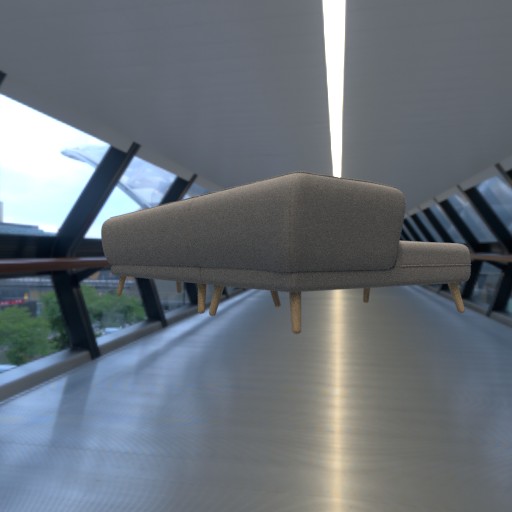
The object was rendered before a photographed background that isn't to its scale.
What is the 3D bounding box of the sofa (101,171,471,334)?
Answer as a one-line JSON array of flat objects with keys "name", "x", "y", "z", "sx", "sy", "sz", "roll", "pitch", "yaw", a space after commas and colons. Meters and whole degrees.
[{"name": "sofa", "x": 0.000, "y": 0.000, "z": 3.283, "sx": 1.532, "sy": 0.693, "sz": 2.653, "roll": 0, "pitch": 0, "yaw": -35}]
